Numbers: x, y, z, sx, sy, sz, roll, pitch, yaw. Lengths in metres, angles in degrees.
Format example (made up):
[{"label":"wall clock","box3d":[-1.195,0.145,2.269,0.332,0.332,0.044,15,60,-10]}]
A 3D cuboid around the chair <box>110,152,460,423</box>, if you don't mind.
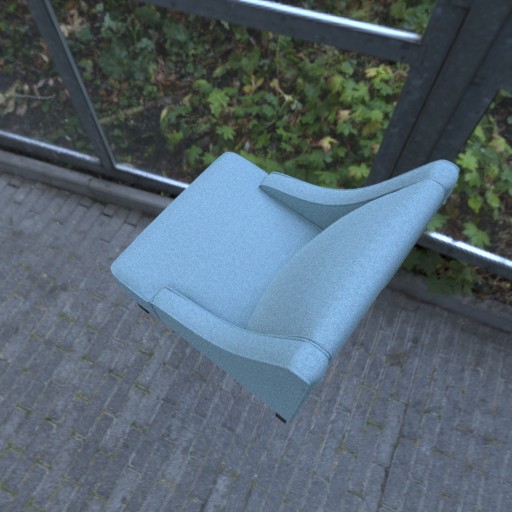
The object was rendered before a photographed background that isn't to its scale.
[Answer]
[{"label":"chair","box3d":[0.000,0.000,1.892,1.025,1.133,0.857,35,69,16]}]
